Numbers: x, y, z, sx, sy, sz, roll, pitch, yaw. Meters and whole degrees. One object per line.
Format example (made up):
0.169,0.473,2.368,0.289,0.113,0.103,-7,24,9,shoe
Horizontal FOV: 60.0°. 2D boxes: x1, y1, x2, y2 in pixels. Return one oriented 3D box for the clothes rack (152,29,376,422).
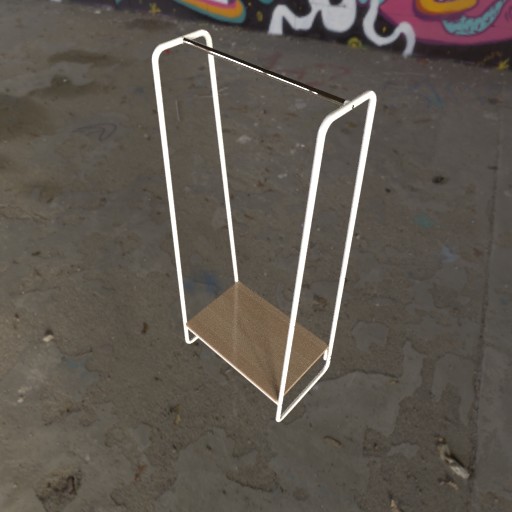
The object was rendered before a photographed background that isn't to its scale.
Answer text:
0.000,0.000,1.751,0.640,1.500,0.400,33,55,28,clothes rack
